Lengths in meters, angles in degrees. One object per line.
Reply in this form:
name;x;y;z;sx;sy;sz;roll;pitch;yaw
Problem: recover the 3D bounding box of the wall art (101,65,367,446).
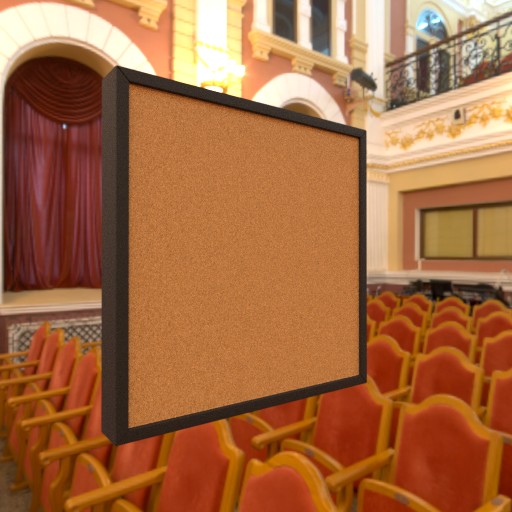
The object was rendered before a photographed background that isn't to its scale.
wall art;0.000;0.000;0.458;0.305;0.305;0.037;0;0;-36
